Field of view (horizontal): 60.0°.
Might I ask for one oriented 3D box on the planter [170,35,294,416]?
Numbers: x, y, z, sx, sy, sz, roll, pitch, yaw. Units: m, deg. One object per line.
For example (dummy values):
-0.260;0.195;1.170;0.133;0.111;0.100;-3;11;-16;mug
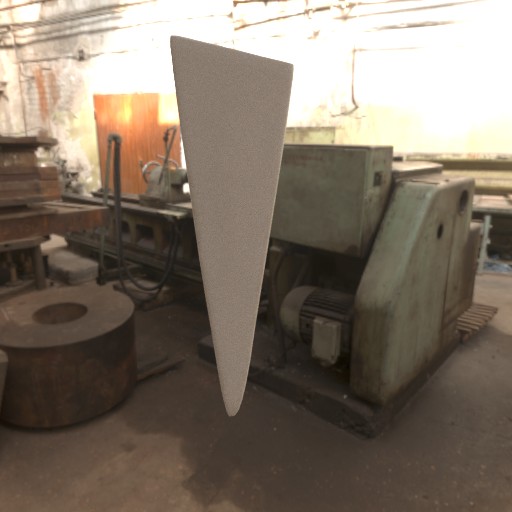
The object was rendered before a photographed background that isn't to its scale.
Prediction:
0.000;0.000;0.392;0.065;0.338;0.143;7;16;26;planter
